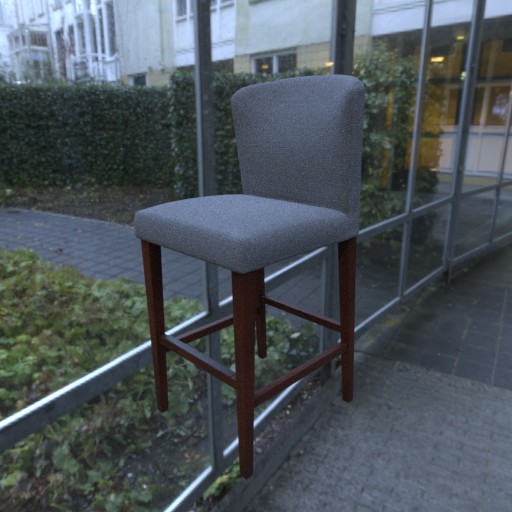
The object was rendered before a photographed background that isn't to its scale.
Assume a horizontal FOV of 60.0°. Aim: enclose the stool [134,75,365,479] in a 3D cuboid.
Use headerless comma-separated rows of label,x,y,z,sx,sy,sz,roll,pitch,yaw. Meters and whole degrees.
stool,0.000,0.000,1.370,0.486,1.069,0.568,16,24,42
